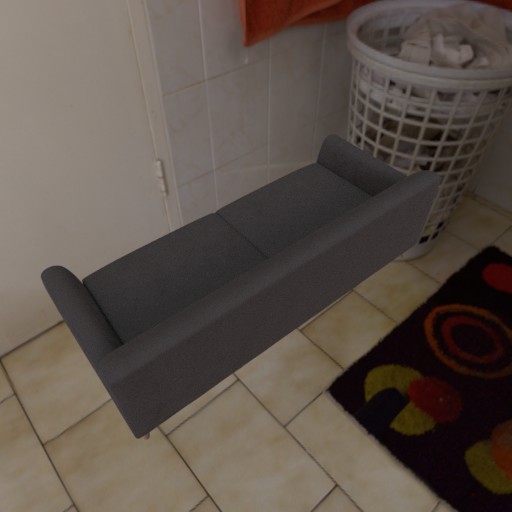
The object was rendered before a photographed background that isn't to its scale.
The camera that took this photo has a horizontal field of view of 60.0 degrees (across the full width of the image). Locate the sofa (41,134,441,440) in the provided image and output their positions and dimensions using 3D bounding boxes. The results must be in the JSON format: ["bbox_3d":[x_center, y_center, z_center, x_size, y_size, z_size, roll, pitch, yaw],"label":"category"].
[{"bbox_3d":[0.000,0.000,2.690,2.190,0.740,0.900,-30,53,-26],"label":"sofa"}]
